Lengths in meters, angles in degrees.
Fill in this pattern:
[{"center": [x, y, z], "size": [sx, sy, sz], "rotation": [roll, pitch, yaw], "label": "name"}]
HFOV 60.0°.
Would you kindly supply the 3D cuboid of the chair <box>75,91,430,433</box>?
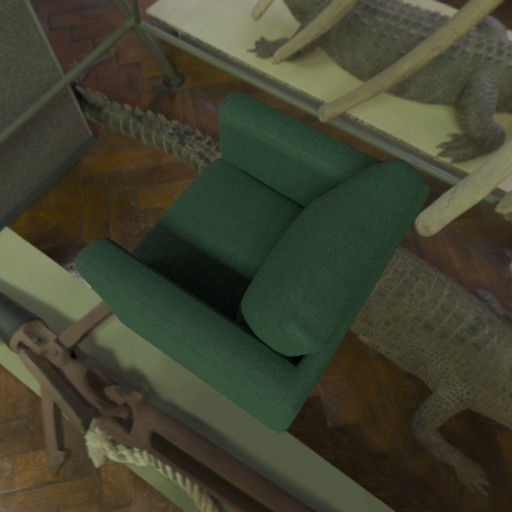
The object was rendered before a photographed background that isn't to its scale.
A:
[{"center": [0.000, 0.000, 1.562], "size": [0.800, 0.927, 0.855], "rotation": [31, 68, 14], "label": "chair"}]
